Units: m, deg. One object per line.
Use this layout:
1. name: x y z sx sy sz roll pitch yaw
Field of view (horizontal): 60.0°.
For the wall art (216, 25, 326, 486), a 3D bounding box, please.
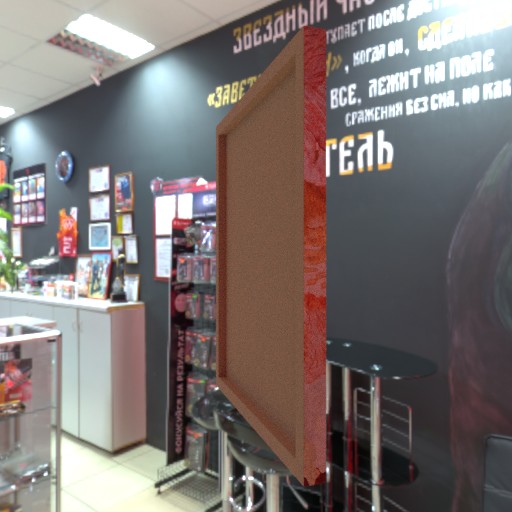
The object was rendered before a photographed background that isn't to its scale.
1. wall art: 0.000 0.000 0.684 0.028 0.508 0.406 0 0 -19
